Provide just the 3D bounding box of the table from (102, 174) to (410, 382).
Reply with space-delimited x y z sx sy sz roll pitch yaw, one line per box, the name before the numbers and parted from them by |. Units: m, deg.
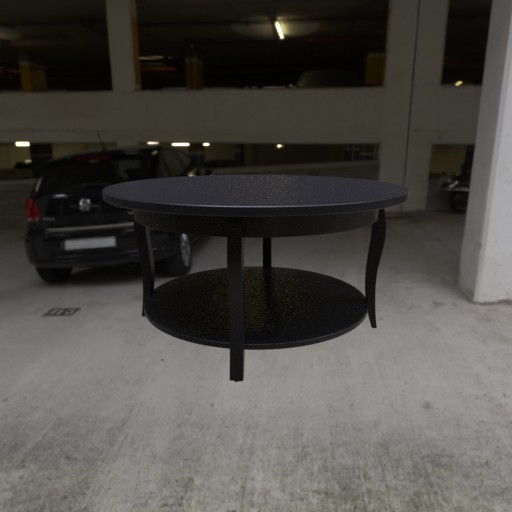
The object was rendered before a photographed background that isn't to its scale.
table | 0.000 0.000 1.446 0.914 0.457 0.914 0 15 0
